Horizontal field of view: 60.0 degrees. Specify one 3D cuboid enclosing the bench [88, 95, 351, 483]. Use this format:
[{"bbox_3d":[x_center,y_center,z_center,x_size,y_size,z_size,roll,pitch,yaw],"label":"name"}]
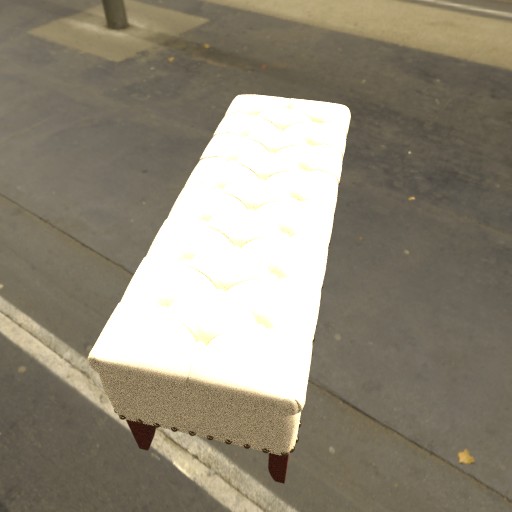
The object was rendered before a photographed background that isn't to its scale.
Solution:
[{"bbox_3d":[0.000,0.000,1.258,0.400,0.470,1.054,9,46,9],"label":"bench"}]
